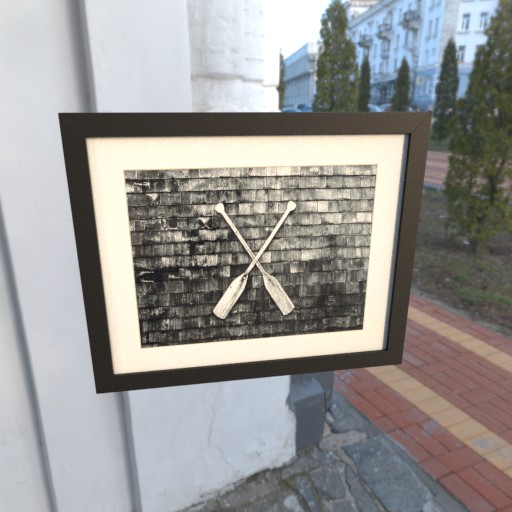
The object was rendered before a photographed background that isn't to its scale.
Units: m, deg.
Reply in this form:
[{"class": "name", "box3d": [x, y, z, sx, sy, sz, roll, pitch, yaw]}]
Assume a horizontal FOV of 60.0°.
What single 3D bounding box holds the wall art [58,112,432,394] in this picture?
[{"class": "wall art", "box3d": [0.000, 0.000, 0.741, 0.558, 0.457, 0.029, -3, 19, -9]}]
